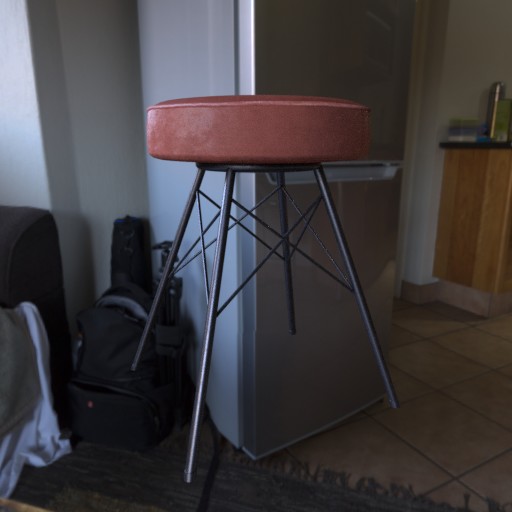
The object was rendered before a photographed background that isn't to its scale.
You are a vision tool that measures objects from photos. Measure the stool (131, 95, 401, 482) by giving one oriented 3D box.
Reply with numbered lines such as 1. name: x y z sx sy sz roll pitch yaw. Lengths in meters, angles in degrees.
1. stool: 0.000 0.000 0.900 0.457 0.593 0.421 -7 16 -26
